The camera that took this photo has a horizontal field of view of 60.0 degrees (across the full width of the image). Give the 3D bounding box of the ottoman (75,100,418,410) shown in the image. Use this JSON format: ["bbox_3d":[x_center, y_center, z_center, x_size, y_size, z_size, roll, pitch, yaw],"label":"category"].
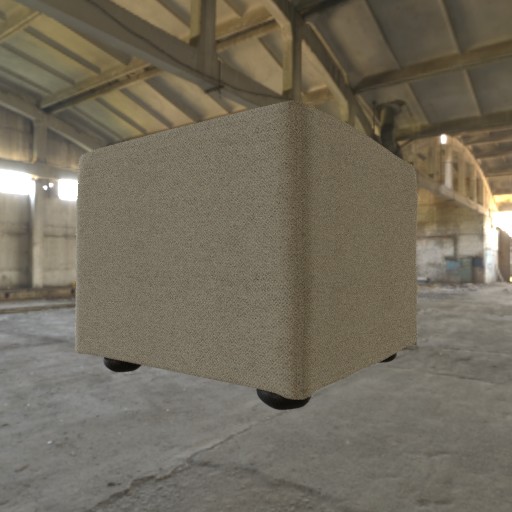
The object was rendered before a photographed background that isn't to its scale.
[{"bbox_3d":[0.000,0.000,0.913,0.521,0.453,0.512,-1,-1,36],"label":"ottoman"}]
